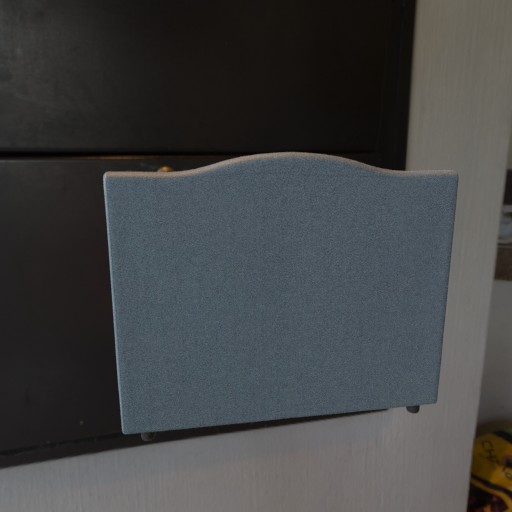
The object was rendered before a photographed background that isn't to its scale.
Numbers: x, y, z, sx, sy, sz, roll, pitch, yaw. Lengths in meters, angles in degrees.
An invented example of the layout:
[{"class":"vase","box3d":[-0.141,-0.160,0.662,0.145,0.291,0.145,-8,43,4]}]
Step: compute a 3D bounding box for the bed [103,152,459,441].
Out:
[{"class":"bed","box3d":[0.000,0.000,3.261,1.753,1.460,2.143,-2,13,-10]}]
